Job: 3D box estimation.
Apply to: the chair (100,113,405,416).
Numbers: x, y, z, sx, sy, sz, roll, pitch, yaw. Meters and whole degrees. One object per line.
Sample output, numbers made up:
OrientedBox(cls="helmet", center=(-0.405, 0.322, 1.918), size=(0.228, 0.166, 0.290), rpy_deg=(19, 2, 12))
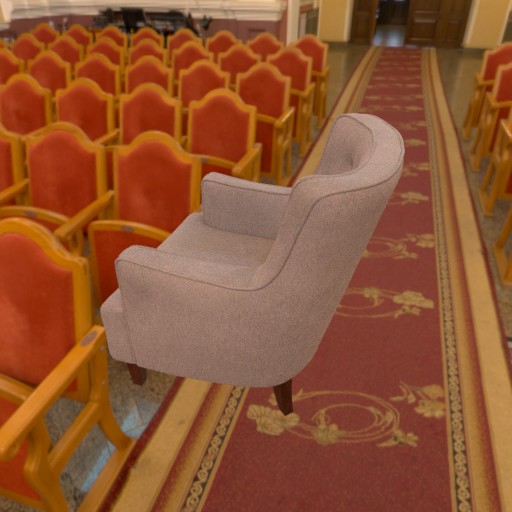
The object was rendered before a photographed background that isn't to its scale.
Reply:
OrientedBox(cls="chair", center=(0.000, 0.000, 1.636), size=(0.910, 0.919, 0.781), rpy_deg=(9, 33, 15))
